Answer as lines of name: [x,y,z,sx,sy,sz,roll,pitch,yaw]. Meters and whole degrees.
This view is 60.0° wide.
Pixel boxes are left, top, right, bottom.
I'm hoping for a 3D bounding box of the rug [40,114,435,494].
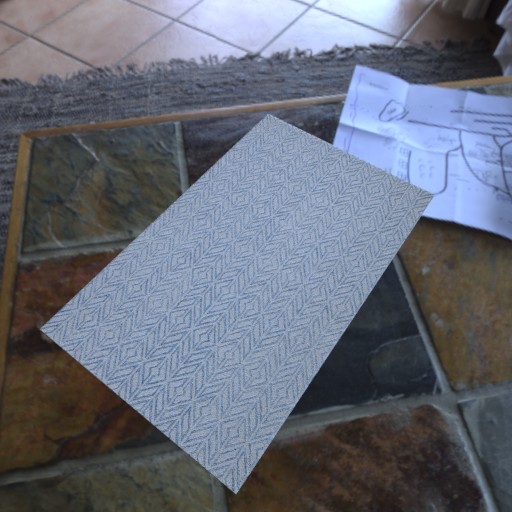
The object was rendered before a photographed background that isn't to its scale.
rug: [0.000,0.000,3.022,1.526,0.008,2.441,32,63,18]
